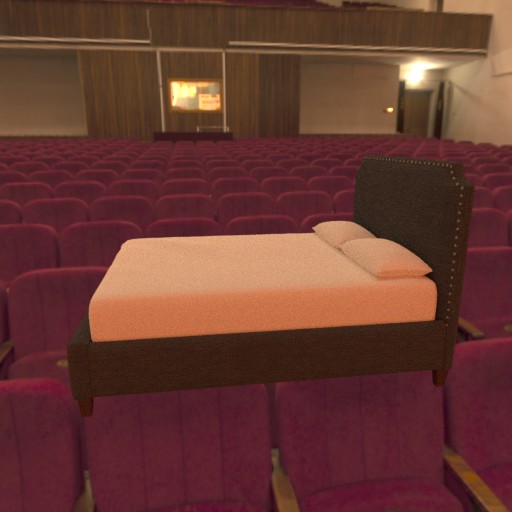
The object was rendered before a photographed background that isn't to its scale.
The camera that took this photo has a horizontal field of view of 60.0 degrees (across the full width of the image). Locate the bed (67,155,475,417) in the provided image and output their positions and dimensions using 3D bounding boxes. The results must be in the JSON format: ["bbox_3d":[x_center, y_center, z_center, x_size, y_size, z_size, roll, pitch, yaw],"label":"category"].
[{"bbox_3d":[0.000,0.000,3.348,2.372,1.443,1.713,-2,15,-8],"label":"bed"}]
